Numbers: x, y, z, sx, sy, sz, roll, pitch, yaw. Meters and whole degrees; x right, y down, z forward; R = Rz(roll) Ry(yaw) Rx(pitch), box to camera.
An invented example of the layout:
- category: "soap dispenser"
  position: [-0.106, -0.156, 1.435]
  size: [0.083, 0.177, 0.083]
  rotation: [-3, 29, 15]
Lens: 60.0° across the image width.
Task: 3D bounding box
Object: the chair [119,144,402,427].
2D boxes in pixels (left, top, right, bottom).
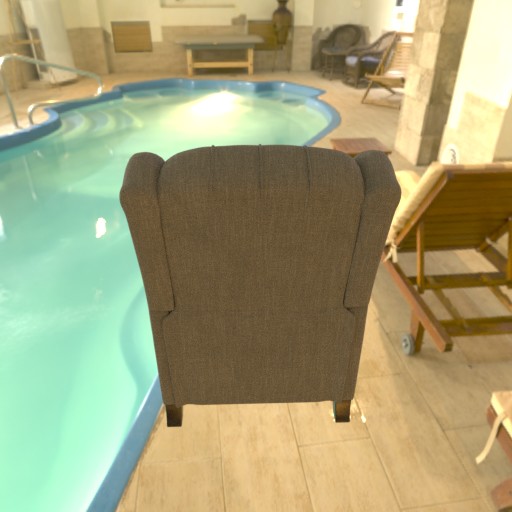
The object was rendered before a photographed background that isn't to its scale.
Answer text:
- category: "chair"
  position: [0.000, 0.000, 1.640]
  size: [0.742, 1.035, 0.898]
  rotation: [-1, 31, -2]
